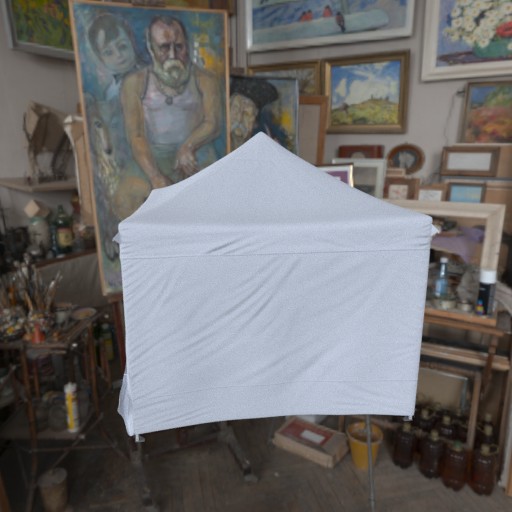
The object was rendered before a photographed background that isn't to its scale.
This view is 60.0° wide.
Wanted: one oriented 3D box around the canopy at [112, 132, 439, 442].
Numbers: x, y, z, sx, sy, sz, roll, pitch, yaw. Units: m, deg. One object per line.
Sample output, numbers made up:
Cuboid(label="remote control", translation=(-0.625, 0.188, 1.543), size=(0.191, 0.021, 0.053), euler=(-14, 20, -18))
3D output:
Cuboid(label="canopy", translation=(0.000, 0.000, 5.549), size=(3.121, 2.997, 3.043), euler=(-2, 14, -7))
